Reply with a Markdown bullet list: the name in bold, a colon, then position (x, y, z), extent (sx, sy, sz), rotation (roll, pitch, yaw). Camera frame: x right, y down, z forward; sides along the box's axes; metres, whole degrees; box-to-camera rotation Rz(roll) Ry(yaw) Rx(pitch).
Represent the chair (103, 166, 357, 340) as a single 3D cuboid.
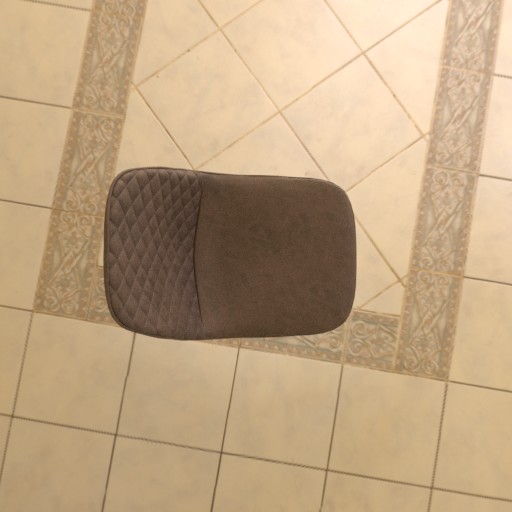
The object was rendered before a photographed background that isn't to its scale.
- **chair**: position (0.000, 0.000, 1.245), extent (0.561, 0.889, 0.472), rotation (0, 88, 0)
